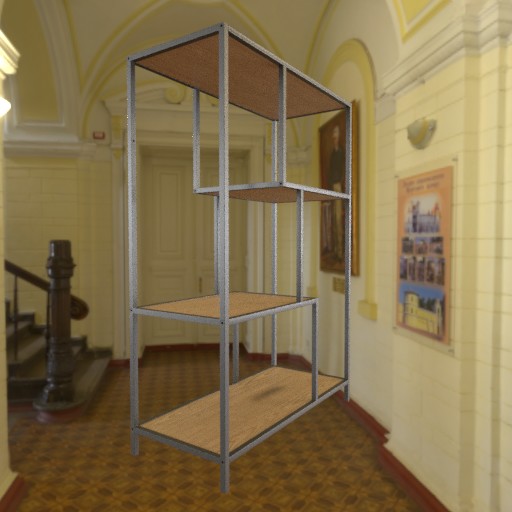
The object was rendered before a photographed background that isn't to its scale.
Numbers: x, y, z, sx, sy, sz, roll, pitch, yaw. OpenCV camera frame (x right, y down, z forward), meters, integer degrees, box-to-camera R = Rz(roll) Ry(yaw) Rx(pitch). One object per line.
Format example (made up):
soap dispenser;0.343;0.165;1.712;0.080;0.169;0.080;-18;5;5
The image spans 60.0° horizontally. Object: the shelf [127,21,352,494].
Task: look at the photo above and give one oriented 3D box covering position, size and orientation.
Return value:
shelf;0.000;0.000;1.482;0.350;1.138;0.770;1;3;35
